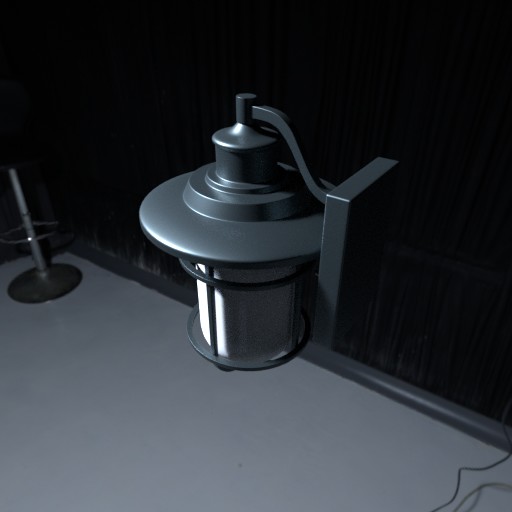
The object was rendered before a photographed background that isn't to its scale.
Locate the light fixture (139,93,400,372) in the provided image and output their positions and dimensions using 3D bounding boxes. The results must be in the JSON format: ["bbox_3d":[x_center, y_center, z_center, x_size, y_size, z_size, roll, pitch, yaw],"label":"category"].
[{"bbox_3d":[0.000,0.000,0.499,0.252,0.345,0.222,21,38,29],"label":"light fixture"}]
